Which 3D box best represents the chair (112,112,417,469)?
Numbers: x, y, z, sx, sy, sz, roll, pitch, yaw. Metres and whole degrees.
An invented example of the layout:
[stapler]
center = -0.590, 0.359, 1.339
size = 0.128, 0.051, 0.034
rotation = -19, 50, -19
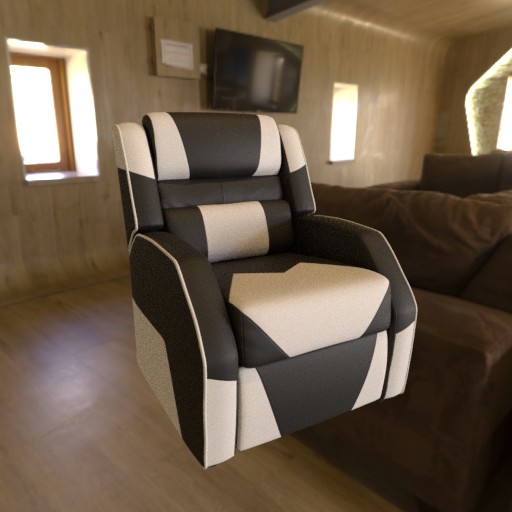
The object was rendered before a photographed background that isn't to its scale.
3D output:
[chair]
center = 0.000, 0.000, 1.268
size = 0.620, 0.805, 0.672
rotation = -8, 17, -28
